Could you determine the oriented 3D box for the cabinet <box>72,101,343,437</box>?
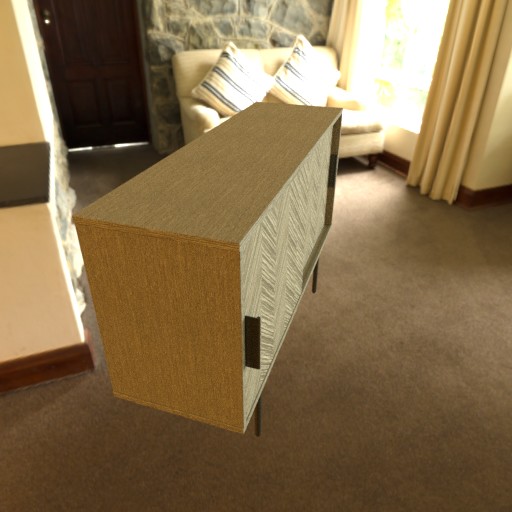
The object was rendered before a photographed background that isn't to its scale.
[{"bbox_3d":[0.000,0.000,1.552,0.405,0.787,1.194,10,32,16],"label":"cabinet"}]
